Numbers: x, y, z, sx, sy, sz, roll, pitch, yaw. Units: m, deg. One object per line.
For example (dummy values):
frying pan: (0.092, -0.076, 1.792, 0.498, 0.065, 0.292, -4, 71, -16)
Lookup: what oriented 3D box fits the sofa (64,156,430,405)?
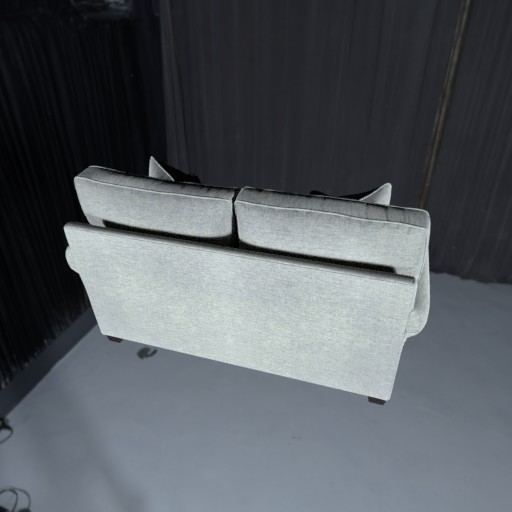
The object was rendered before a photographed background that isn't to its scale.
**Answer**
sofa: (0.000, 0.000, 2.340, 1.701, 0.966, 0.966, 9, 33, 15)
